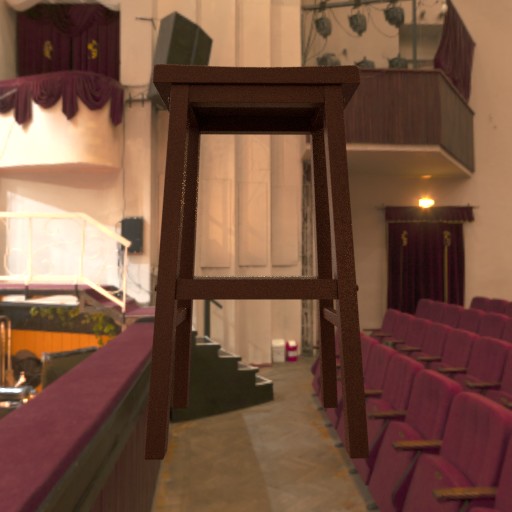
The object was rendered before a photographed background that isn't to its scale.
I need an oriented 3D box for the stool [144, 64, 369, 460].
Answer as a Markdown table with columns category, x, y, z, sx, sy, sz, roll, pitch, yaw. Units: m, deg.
| category | x | y | z | sx | sy | sz | roll | pitch | yaw |
| --- | --- | --- | --- | --- | --- | --- | --- | --- | --- |
| stool | 0.000 | 0.000 | 0.969 | 0.406 | 0.742 | 0.322 | 0 | -1 | -1 |
